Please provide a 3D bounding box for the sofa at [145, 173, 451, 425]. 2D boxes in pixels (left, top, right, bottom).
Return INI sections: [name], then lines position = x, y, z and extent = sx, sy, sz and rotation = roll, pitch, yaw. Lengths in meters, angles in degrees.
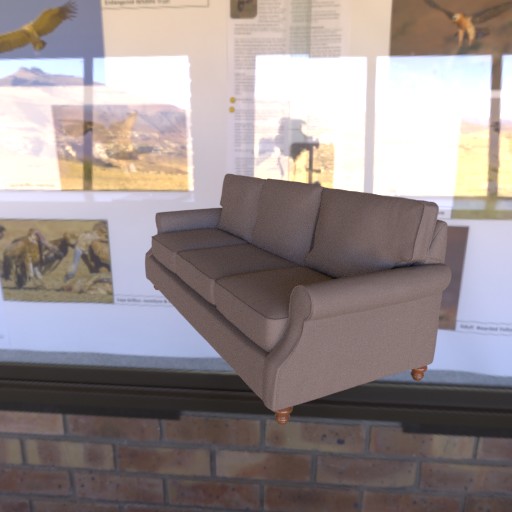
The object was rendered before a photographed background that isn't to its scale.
[sofa]
position = 0.000, 0.000, 2.875
extent = 0.966, 0.948, 2.353
rotation = -7, 16, -26
